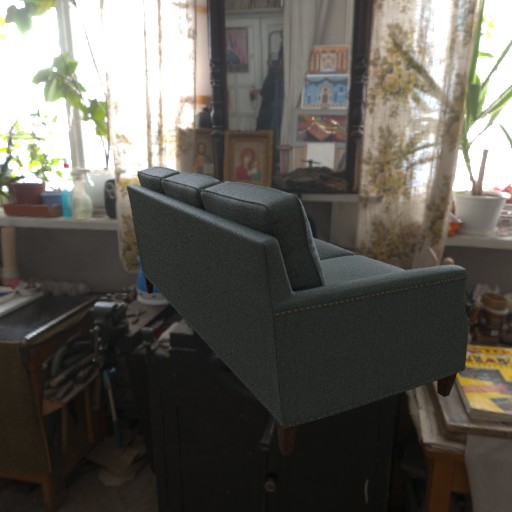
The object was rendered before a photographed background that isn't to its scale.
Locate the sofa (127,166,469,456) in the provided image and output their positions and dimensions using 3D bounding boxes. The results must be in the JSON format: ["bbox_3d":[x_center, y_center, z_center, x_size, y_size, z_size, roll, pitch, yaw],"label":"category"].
[{"bbox_3d":[0.000,0.000,2.697,1.084,1.003,2.246,-8,17,-26],"label":"sofa"}]
